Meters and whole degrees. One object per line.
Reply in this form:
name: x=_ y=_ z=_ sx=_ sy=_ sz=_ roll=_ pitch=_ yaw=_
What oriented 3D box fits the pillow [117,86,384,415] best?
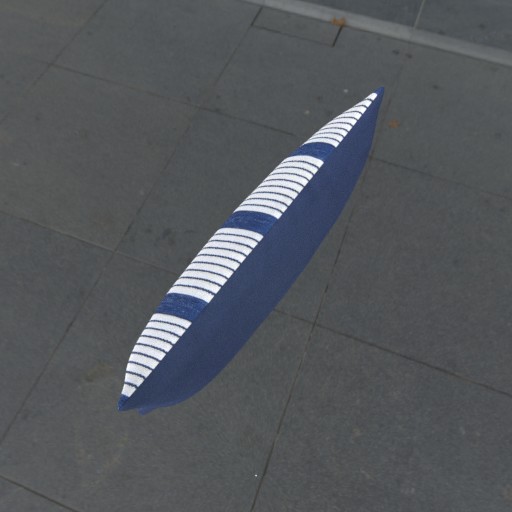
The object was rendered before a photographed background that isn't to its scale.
pillow: x=0.000 y=0.000 z=0.733 sx=0.156 sy=0.292 sz=0.608 roll=33 pitch=68 yaw=15
